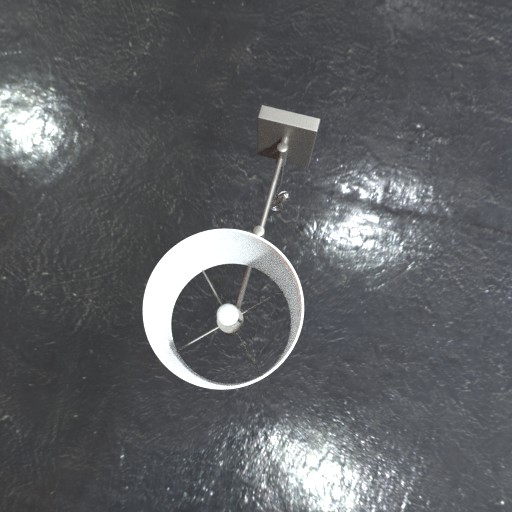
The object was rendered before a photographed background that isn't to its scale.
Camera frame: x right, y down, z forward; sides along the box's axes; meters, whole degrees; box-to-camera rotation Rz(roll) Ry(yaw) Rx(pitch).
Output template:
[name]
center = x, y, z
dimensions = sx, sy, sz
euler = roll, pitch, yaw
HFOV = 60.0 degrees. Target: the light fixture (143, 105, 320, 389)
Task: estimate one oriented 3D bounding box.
[light fixture]
center = 0.000, 0.000, 0.911
dimensions = 0.203, 0.651, 0.516
euler = 15, 76, 4
